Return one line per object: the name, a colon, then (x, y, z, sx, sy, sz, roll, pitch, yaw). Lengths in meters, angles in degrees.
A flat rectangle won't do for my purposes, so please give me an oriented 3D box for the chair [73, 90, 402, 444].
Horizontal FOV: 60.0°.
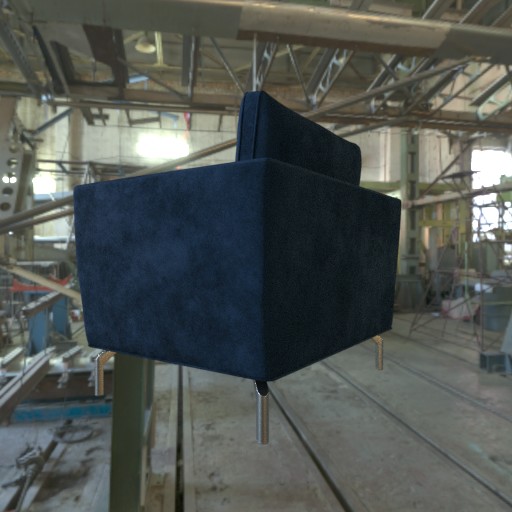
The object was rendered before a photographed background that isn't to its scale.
chair: (0.000, 0.000, 1.572, 0.746, 0.893, 0.977, 0, 1, 35)
